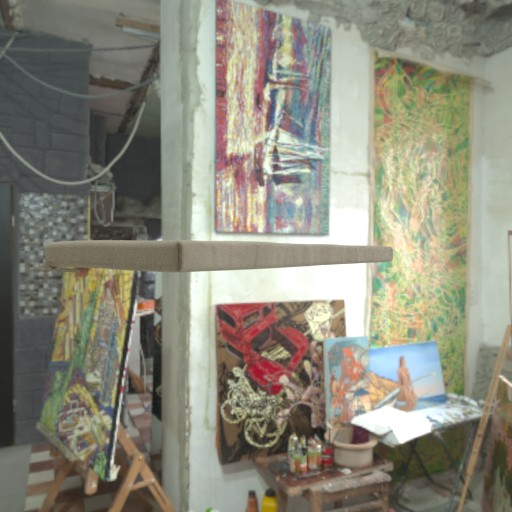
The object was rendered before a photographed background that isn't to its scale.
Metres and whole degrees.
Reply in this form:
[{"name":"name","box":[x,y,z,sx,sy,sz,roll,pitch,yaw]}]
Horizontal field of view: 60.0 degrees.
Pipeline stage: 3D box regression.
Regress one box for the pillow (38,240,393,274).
[{"name":"pillow","box":[0.000,0.000,1.383,0.492,0.081,1.187,0,1,36]}]
